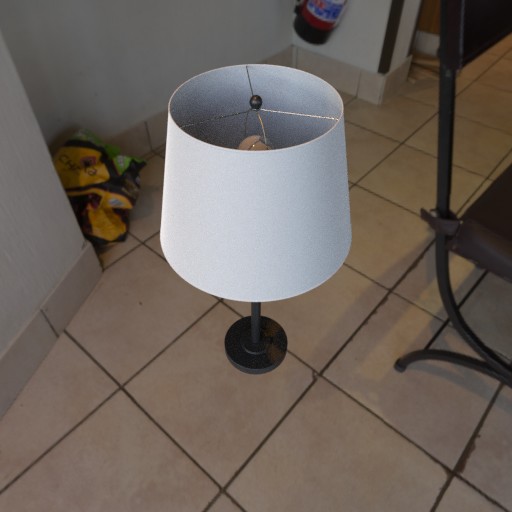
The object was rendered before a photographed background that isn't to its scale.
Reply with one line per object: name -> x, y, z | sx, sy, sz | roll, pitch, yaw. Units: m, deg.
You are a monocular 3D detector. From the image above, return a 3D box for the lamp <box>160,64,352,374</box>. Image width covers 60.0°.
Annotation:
lamp -> 0.000, 0.000, 0.910 | 0.363, 0.696, 0.363 | 0, 47, 0
